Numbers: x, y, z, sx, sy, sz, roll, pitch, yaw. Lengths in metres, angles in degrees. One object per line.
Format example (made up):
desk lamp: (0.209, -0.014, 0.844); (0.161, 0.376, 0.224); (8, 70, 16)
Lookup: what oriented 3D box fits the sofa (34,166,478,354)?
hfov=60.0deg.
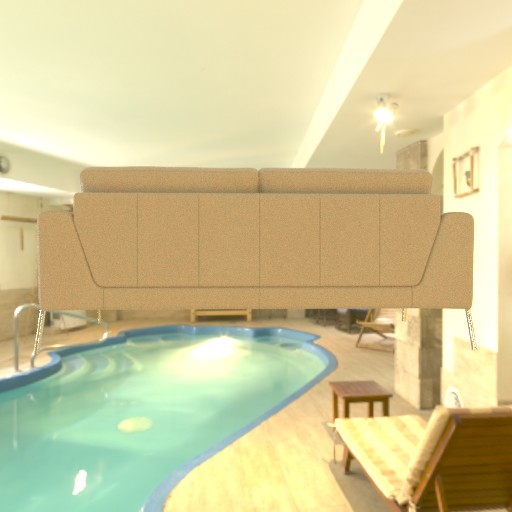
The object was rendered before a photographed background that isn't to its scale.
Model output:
sofa: (0.000, 0.000, 2.473); (2.017, 0.875, 0.953); (0, 0, -2)
